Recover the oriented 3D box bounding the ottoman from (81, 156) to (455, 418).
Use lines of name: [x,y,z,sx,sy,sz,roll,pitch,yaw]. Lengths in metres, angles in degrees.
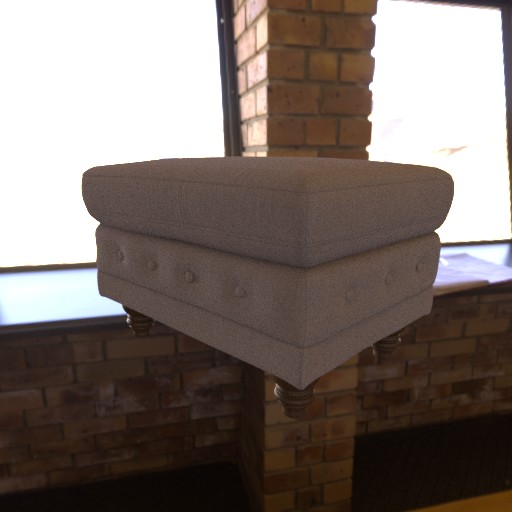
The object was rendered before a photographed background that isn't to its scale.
ottoman: [0.000,0.000,1.143,0.771,0.500,0.569,13,18,43]
